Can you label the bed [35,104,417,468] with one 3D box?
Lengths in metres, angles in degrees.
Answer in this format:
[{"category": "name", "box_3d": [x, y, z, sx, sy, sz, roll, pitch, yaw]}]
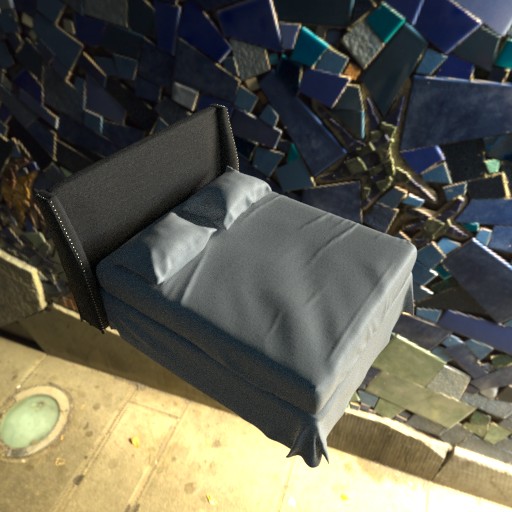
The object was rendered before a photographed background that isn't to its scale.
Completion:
[{"category": "bed", "box_3d": [0.000, 0.000, 3.433, 2.276, 1.332, 1.925, 24, 46, 26]}]
